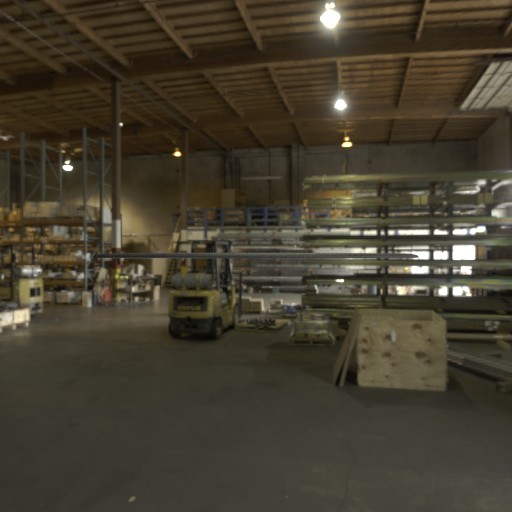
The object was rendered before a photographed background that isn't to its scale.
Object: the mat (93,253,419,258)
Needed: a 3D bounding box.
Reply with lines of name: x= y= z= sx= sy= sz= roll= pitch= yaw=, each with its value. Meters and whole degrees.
mat: x=0.000 y=0.000 z=1.633 sx=1.220 sy=0.016 sz=0.917 roll=0 pitch=0 yaw=0
